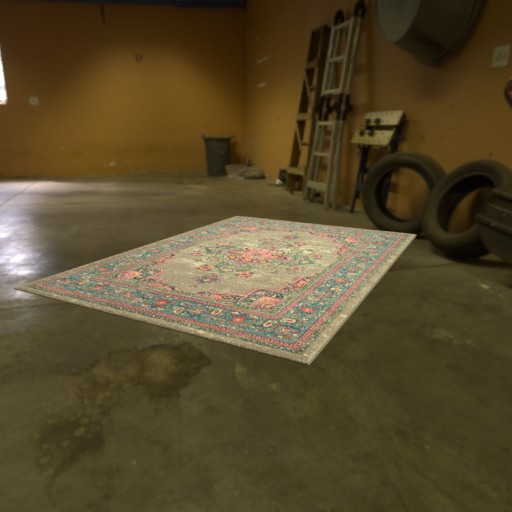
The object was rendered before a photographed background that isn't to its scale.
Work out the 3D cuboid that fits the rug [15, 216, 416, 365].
[{"bbox_3d":[0.000,0.000,2.825,1.609,0.013,2.214,8,18,27],"label":"rug"}]
